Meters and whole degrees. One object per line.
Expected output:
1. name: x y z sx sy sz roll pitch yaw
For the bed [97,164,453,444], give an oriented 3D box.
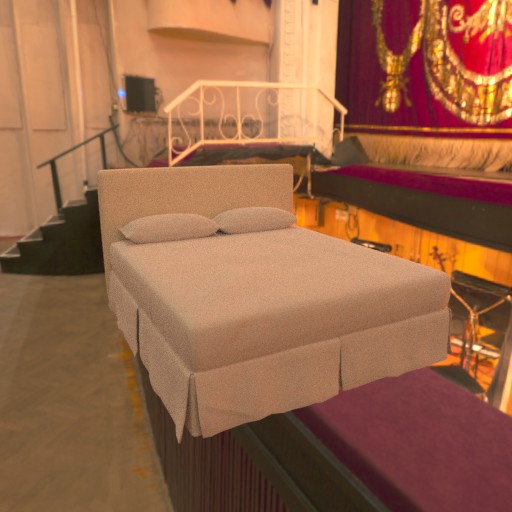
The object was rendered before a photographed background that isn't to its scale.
1. bed: 0.000 0.000 3.607 2.119 1.317 2.341 -8 17 -27
